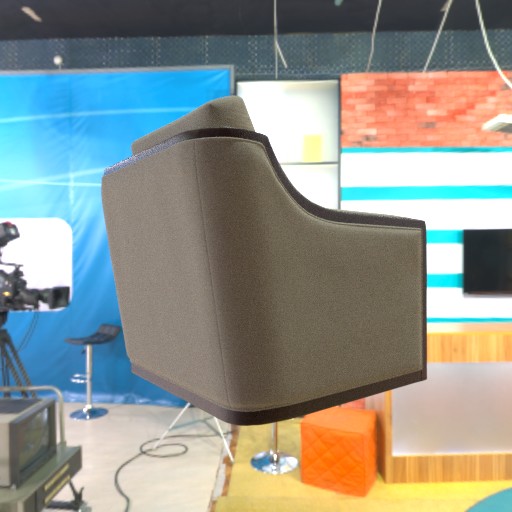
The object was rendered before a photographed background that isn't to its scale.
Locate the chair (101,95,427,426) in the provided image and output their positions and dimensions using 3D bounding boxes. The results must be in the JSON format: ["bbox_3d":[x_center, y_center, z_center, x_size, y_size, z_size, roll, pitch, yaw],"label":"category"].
[{"bbox_3d":[0.000,0.000,1.659,0.950,0.930,0.870,0,0,-37],"label":"chair"}]
